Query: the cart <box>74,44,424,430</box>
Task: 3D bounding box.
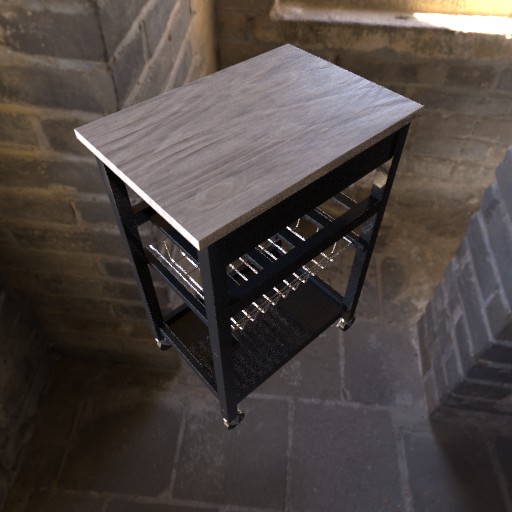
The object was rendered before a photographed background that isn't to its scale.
[{"bbox_3d":[0.000,0.000,1.194,0.584,0.839,0.403,-34,56,-26],"label":"cart"}]
